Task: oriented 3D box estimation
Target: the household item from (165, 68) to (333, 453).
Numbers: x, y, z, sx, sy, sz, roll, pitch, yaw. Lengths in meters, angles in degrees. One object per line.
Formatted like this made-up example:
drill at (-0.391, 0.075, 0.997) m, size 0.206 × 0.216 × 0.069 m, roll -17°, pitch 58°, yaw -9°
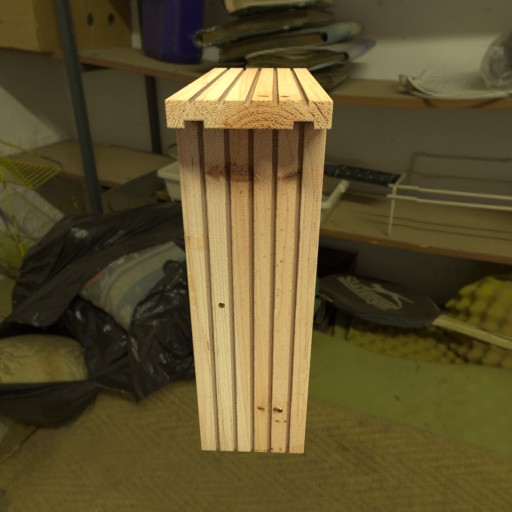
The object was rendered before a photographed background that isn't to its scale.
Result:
household item at (0.000, 0.000, 0.548) m, size 0.123 × 0.407 × 0.301 m, roll 1°, pitch 27°, yaw 2°
